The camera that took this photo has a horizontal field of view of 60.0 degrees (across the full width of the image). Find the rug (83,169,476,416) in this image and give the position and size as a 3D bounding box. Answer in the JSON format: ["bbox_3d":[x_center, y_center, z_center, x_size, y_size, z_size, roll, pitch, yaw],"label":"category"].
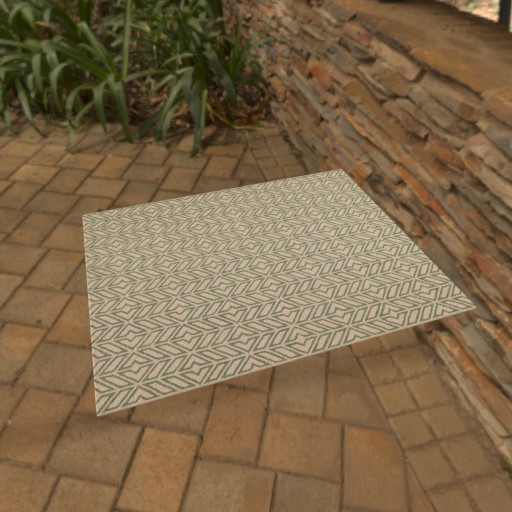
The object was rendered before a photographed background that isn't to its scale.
[{"bbox_3d":[0.000,0.000,4.183,3.050,0.017,2.441,-12,42,-14],"label":"rug"}]
